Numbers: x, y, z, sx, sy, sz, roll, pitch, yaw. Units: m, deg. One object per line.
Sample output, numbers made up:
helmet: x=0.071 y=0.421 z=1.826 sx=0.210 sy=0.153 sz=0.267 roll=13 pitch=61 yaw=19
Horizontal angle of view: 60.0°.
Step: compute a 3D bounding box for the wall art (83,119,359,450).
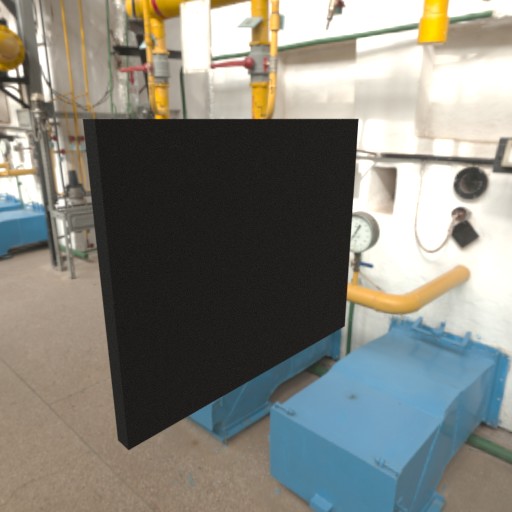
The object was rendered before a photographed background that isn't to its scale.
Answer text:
wall art: x=0.000 y=0.000 z=0.773 sx=0.031 sy=0.457 sz=0.558 roll=16 pitch=23 yaw=42
